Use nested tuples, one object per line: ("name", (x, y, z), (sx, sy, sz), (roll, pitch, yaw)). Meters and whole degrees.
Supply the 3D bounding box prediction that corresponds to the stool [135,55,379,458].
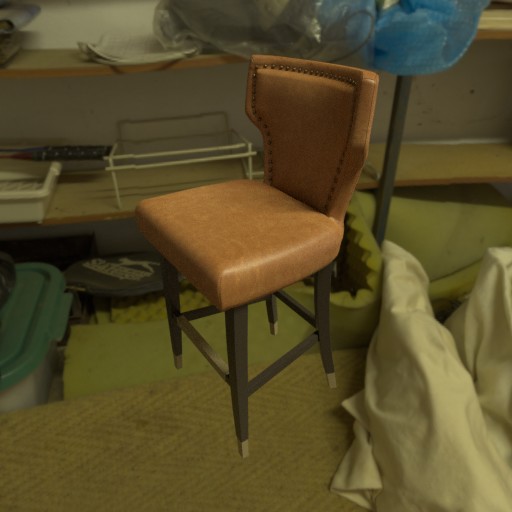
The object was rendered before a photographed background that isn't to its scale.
("stool", (0.000, 0.000, 1.383), (0.563, 1.092, 0.526), (-19, 36, -29))
